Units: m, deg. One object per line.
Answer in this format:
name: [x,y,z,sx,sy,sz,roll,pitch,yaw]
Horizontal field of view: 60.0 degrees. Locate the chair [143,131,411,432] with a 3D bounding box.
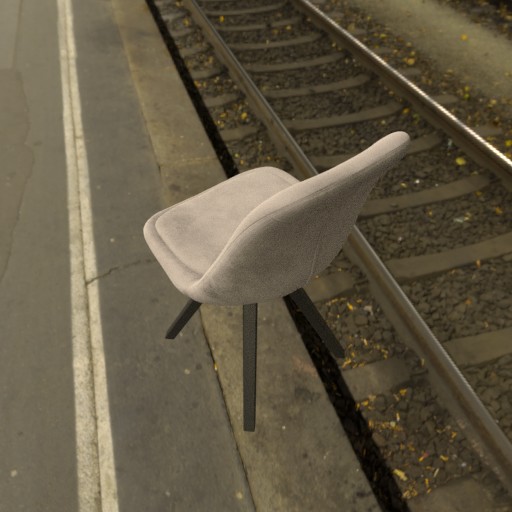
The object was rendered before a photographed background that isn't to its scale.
chair: [0.000,0.000,1.162,0.485,0.850,0.550,-30,53,-26]
